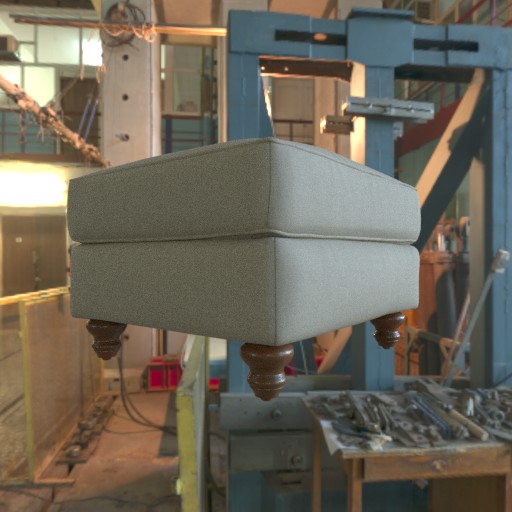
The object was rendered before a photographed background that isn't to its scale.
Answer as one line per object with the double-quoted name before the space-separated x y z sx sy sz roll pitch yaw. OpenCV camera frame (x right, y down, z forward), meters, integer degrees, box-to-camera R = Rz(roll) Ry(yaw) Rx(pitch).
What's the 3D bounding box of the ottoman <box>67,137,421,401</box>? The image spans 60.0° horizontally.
"ottoman" 0.000 0.000 1.147 0.662 0.505 0.716 0 0 38
